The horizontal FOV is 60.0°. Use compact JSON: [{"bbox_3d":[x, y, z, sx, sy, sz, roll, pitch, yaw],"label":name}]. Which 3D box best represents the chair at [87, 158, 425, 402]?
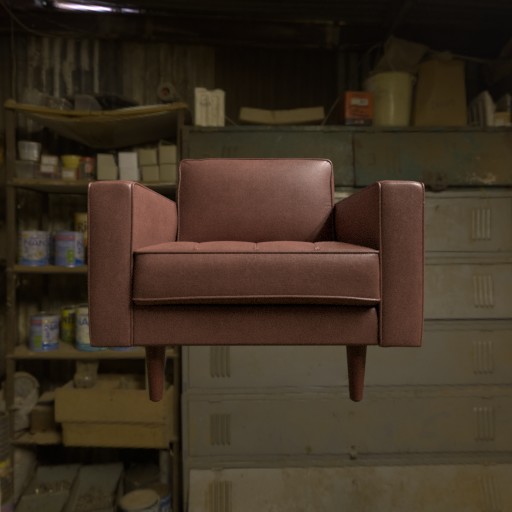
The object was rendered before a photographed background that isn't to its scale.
[{"bbox_3d":[0.000,0.000,1.560,0.920,0.770,0.900,0,2,0],"label":"chair"}]
